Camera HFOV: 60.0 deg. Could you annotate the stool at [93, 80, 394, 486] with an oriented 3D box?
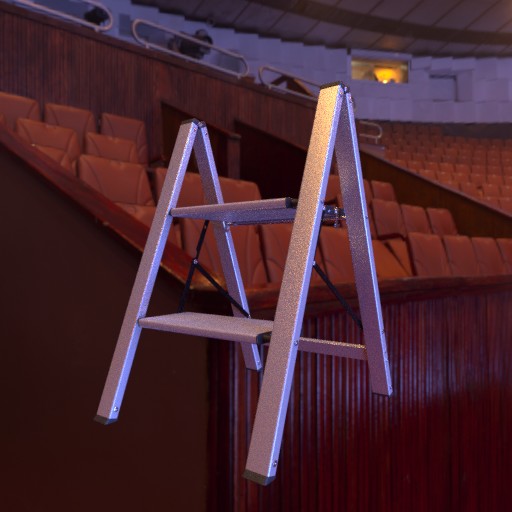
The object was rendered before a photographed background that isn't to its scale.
[{"bbox_3d":[0.000,0.000,0.989,0.440,0.670,0.535,0,0,37],"label":"stool"}]
